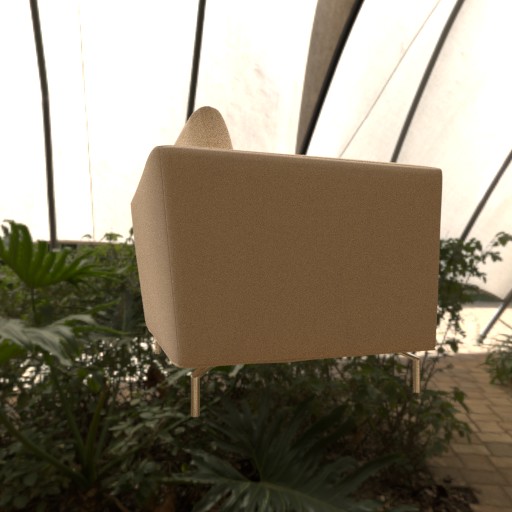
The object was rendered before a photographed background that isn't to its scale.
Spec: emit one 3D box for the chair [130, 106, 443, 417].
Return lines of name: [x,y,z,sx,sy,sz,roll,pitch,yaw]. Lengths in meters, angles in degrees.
chair: [0.000,0.000,1.696,0.889,0.865,1.041,1,-2,-19]
